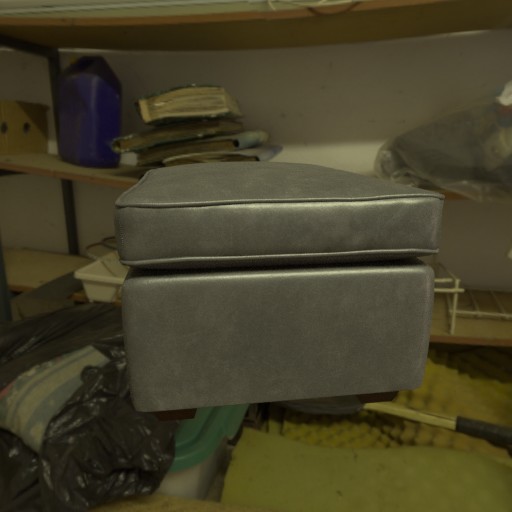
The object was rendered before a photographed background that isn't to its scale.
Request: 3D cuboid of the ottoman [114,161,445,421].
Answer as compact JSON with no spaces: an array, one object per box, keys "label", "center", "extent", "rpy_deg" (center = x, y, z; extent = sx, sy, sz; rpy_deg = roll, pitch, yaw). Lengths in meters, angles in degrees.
[{"label":"ottoman","center":[0.000,0.000,1.097],"extent":[0.554,0.445,0.756],"rpy_deg":[-2,15,-8]}]
